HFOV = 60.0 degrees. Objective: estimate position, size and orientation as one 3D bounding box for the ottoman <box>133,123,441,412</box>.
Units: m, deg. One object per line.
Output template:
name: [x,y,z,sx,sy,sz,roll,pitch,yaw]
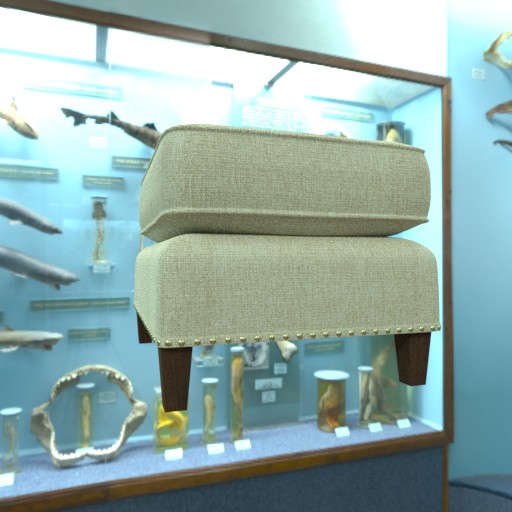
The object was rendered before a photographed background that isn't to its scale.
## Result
ottoman: [0.000,0.000,1.164,0.589,0.537,0.738,0,-1,-18]
